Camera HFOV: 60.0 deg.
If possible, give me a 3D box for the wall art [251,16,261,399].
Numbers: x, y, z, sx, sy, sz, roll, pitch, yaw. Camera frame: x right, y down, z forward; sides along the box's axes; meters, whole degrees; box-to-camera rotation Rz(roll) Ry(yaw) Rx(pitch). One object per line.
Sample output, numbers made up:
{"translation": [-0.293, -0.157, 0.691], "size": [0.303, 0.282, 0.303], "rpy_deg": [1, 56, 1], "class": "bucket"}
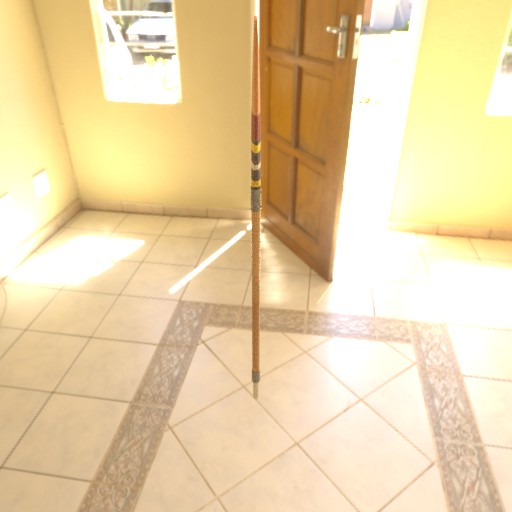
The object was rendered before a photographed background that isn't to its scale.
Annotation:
{"translation": [0.000, 0.000, 1.638], "size": [0.038, 1.556, 0.146], "rpy_deg": [0, 32, -1], "class": "wall art"}
